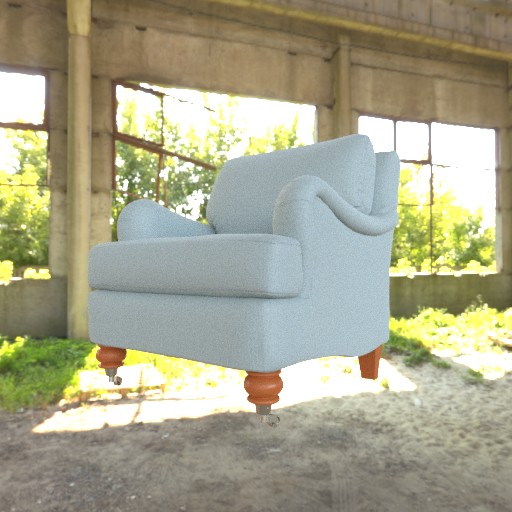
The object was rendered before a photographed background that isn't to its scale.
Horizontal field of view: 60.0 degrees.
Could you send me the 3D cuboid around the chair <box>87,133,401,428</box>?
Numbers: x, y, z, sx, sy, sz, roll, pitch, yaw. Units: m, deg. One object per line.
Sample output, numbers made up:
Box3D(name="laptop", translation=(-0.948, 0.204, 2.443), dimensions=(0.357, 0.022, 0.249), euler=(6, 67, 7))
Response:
Box3D(name="chair", translation=(0.000, 0.000, 1.868), dimensions=(0.955, 1.038, 1.070), euler=(-1, -2, 37))
